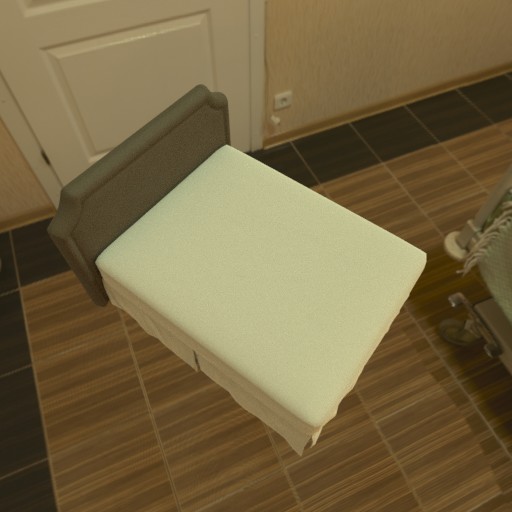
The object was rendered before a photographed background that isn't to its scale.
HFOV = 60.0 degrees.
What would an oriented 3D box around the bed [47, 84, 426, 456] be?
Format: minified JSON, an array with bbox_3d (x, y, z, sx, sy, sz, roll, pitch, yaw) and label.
[{"bbox_3d":[0.000,0.000,3.354,2.181,1.297,1.831,32,63,19],"label":"bed"}]
